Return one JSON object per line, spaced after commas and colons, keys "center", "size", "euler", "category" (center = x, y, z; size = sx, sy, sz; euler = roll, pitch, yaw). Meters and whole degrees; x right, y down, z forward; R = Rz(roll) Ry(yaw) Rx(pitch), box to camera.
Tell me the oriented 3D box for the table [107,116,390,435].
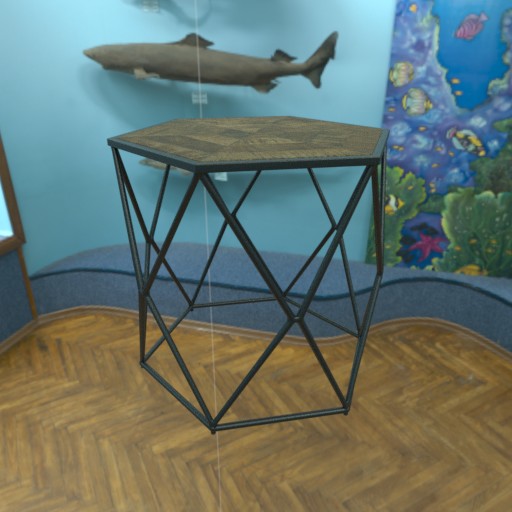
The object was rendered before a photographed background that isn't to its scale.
{"center": [0.000, 0.000, 1.040], "size": [0.579, 0.564, 0.578], "euler": [8, 26, 17], "category": "table"}
